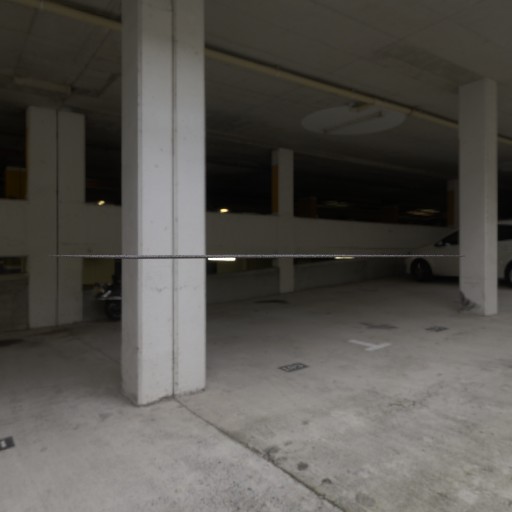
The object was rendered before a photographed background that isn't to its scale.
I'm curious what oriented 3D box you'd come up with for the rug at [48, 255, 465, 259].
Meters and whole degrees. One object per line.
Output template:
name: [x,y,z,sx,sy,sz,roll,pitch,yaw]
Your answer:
rug: [0.000,0.000,2.916,2.235,0.008,1.600,0,0,-35]
